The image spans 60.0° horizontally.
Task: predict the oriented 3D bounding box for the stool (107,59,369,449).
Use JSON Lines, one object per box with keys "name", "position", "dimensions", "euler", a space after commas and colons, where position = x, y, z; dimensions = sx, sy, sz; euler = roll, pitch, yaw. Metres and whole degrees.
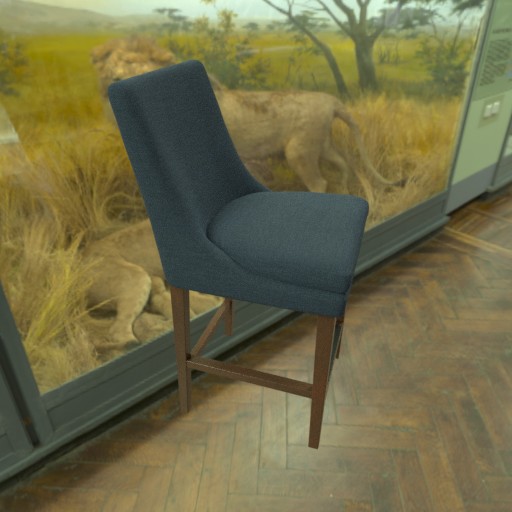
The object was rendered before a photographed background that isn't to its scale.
{"name": "stool", "position": [0.000, 0.000, 1.275], "dimensions": [0.577, 0.981, 0.470], "euler": [9, 32, 15]}
